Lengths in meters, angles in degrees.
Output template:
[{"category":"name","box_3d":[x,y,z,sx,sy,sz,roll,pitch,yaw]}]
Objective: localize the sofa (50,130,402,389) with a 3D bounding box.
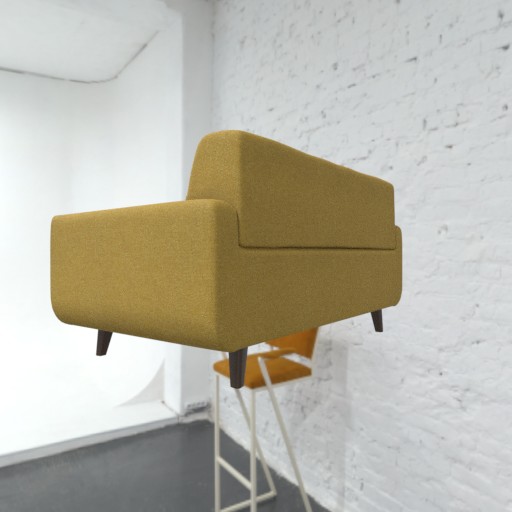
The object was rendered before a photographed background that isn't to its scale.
[{"category":"sofa","box_3d":[0.000,0.000,2.173,0.909,0.841,1.631,0,1,37]}]
